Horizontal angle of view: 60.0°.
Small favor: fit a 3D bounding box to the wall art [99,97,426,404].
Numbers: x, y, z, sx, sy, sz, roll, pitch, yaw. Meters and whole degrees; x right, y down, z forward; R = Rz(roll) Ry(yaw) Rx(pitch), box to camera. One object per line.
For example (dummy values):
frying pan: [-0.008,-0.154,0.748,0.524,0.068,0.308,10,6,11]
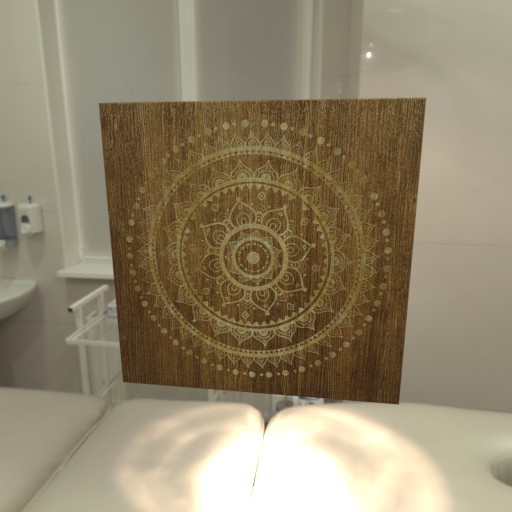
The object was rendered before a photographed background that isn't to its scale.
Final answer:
wall art: [0.000,0.000,0.610,0.406,0.403,0.039,2,14,8]
